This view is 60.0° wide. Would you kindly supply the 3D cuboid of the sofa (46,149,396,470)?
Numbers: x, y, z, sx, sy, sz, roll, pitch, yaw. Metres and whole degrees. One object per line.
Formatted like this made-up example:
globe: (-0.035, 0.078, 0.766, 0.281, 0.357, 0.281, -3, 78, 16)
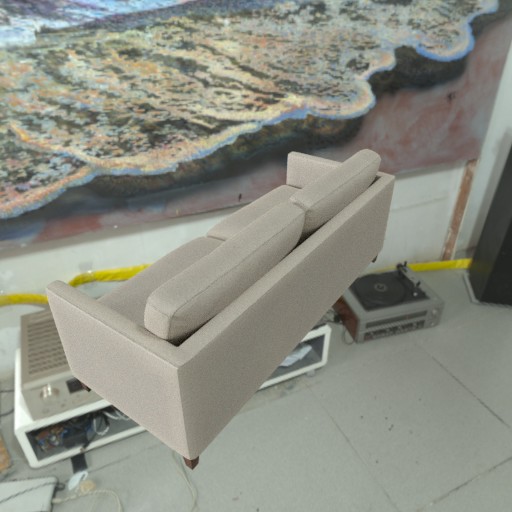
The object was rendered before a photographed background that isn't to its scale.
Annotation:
sofa: (0.000, 0.000, 2.899, 0.951, 0.968, 2.361, 21, 39, 29)
